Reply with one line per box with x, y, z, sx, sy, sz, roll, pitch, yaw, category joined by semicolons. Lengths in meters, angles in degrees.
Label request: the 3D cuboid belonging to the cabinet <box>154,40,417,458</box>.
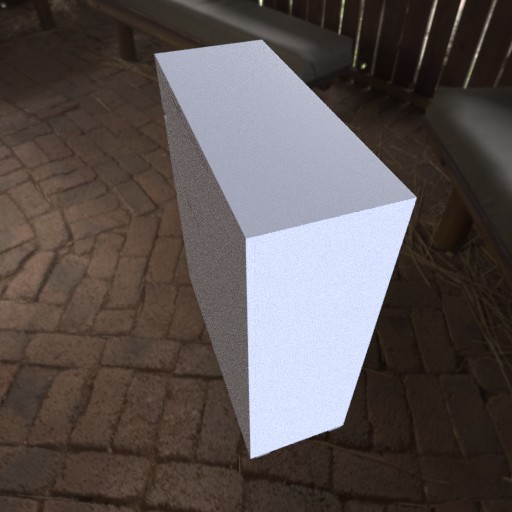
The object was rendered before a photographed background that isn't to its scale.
0.000;0.000;1.688;0.400;1.190;1.000;-14;47;-14;cabinet
